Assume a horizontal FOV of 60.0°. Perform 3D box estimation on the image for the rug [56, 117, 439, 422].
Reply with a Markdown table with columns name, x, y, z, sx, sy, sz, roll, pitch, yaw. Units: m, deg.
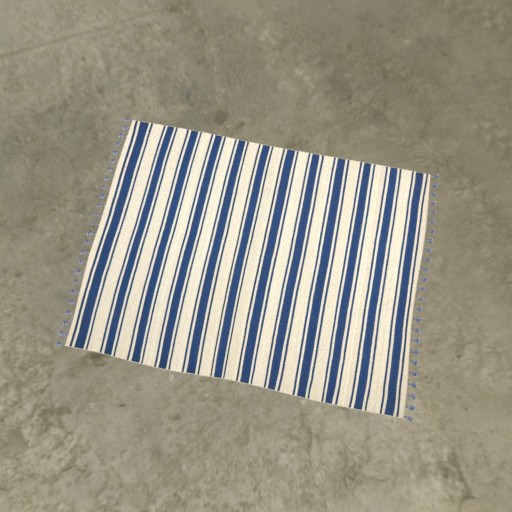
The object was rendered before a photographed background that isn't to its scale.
| name | x | y | z | sx | sy | sz | roll | pitch | yaw |
| --- | --- | --- | --- | --- | --- | --- | --- | --- | --- |
| rug | 0.000 | 0.000 | 4.384 | 3.416 | 0.016 | 2.471 | 11 | 76 | 3 |
